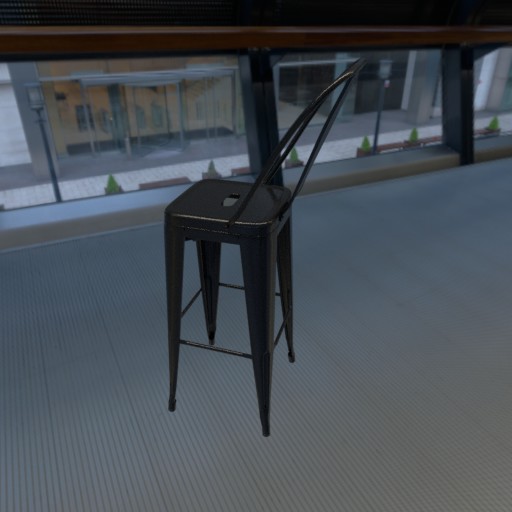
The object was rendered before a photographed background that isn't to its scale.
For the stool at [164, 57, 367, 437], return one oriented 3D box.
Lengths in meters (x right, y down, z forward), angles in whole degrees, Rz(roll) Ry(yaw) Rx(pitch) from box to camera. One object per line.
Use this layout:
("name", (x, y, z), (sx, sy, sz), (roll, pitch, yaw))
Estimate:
("stool", (0.000, 0.000, 1.324), (0.513, 1.096, 0.399), (9, 31, 15))
